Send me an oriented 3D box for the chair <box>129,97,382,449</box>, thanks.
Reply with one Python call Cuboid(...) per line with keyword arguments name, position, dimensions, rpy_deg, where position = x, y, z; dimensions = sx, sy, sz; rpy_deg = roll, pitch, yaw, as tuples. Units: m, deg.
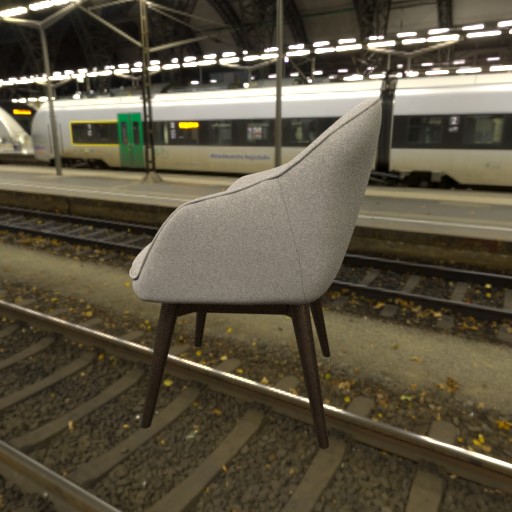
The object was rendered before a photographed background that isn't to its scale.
Cuboid(name="chair", position=(0.000, 0.000, 1.221), dimensions=(0.611, 0.810, 0.589), rpy_deg=(3, 15, 9))
